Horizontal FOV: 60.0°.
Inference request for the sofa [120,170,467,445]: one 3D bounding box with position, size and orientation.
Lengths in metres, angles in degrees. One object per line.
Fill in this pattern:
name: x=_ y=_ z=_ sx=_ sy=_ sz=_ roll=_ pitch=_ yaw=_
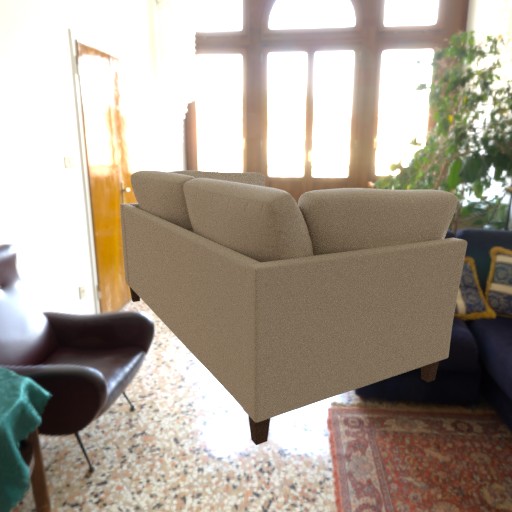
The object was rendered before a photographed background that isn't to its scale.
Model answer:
sofa: x=0.000 y=0.000 z=2.293 sx=0.970 sy=0.836 sz=1.776 roll=-8 pitch=16 yaw=-28
